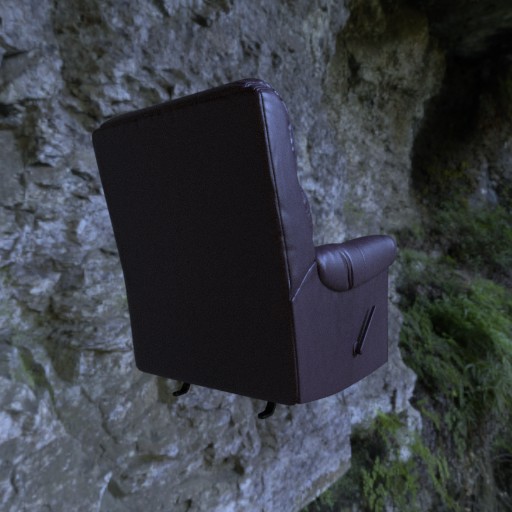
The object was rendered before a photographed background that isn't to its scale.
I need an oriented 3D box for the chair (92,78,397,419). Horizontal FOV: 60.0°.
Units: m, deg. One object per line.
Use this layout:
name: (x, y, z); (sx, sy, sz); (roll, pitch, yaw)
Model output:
chair: (0.000, 0.000, 1.769); (0.838, 1.054, 1.014); (0, 0, 36)
